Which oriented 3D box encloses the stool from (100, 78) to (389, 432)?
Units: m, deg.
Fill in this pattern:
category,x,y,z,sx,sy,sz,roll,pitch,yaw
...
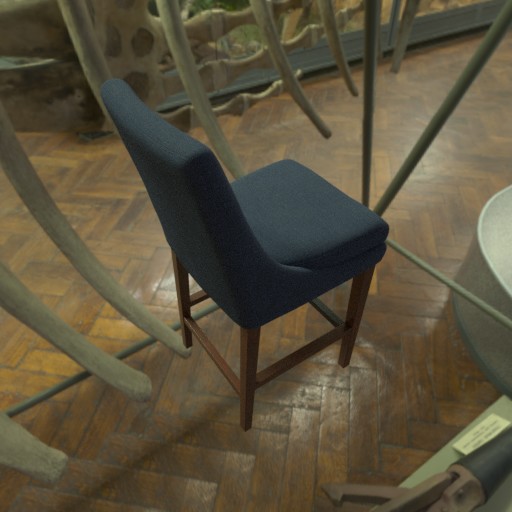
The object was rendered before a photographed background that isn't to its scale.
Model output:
category,x,y,z,sx,sy,sz,roll,pitch,yaw
stool,0.000,0.000,1.260,0.577,0.981,0.470,-25,47,-25
